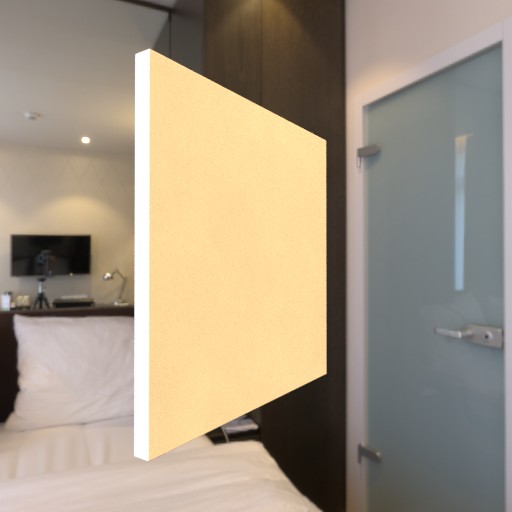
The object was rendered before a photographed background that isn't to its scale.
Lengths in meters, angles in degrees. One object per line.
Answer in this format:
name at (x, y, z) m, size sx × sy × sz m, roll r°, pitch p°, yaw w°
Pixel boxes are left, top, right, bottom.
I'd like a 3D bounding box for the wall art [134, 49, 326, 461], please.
wall art at (0.000, 0.000, 1.143) m, size 0.040 × 0.762 × 0.762 m, roll 0°, pitch -1°, yaw 34°
